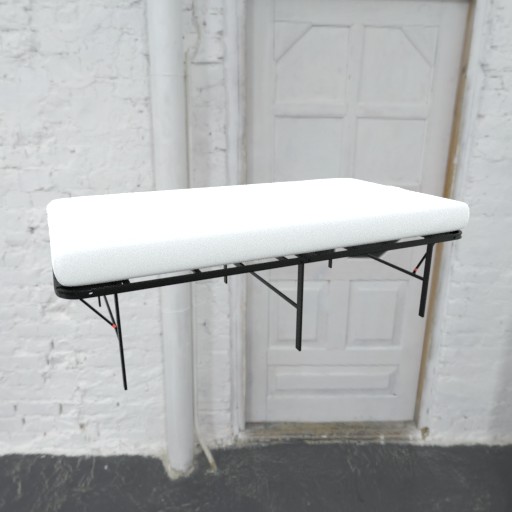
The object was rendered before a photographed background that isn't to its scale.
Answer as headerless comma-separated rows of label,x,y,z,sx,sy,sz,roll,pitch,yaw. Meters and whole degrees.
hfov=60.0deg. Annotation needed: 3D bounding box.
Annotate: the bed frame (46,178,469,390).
bed frame,0.000,0.000,2.290,1.903,0.619,0.989,-8,20,-24
